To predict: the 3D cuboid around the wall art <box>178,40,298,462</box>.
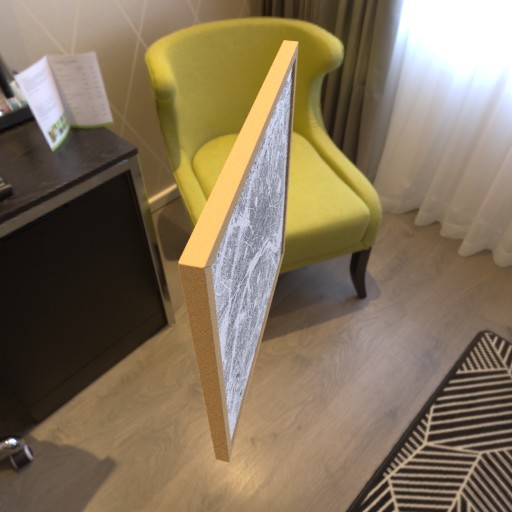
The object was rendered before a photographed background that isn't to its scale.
[{"bbox_3d":[0.000,0.000,1.120,0.037,0.761,0.761,10,48,9],"label":"wall art"}]
